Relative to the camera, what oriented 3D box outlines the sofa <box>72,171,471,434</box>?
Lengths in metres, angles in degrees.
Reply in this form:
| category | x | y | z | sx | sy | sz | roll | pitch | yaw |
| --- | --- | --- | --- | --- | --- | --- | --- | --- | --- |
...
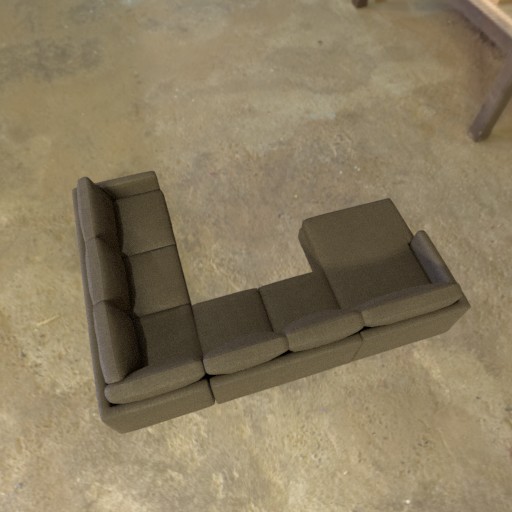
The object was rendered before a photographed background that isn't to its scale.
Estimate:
| category | x | y | z | sx | sy | sz | roll | pitch | yaw |
| --- | --- | --- | --- | --- | --- | --- | --- | --- | --- |
| sofa | 0.000 | 0.000 | 4.697 | 3.460 | 0.961 | 2.594 | -15 | 60 | -9 |
